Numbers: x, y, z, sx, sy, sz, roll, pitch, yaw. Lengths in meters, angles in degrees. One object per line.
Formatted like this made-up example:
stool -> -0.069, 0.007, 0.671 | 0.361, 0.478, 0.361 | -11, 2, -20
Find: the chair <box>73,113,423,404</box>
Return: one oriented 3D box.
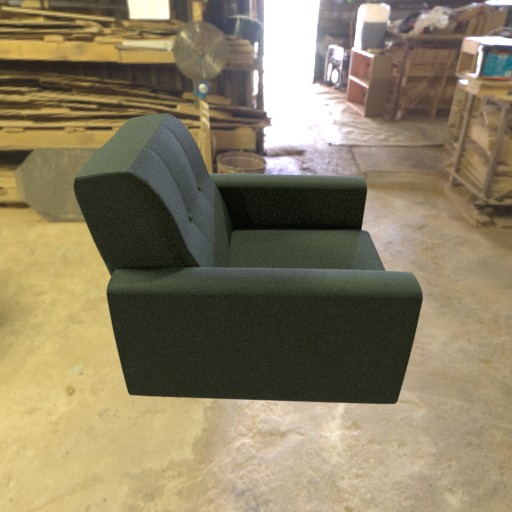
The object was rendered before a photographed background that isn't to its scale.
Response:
chair -> 0.000, 0.000, 1.533 | 0.909, 0.841, 0.831 | 0, 32, 0
